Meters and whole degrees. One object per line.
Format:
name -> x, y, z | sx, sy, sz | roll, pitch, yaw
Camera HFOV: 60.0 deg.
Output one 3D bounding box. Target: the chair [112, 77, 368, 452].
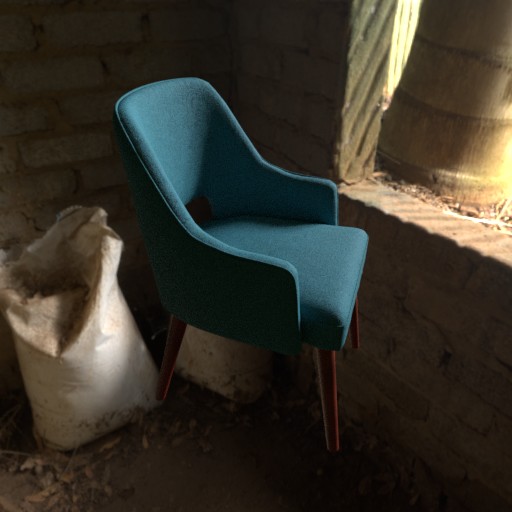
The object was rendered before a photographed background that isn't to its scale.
chair -> 0.000, 0.000, 1.213 | 0.605, 0.849, 0.548 | 10, 33, 16
